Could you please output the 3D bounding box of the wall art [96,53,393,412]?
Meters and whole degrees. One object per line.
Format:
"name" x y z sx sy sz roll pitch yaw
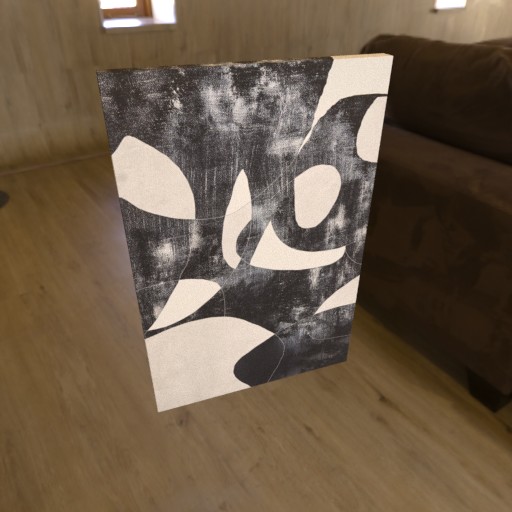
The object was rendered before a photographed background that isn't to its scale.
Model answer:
"wall art" 0.000 0.000 1.128 0.610 0.915 0.041 -11 34 -16
